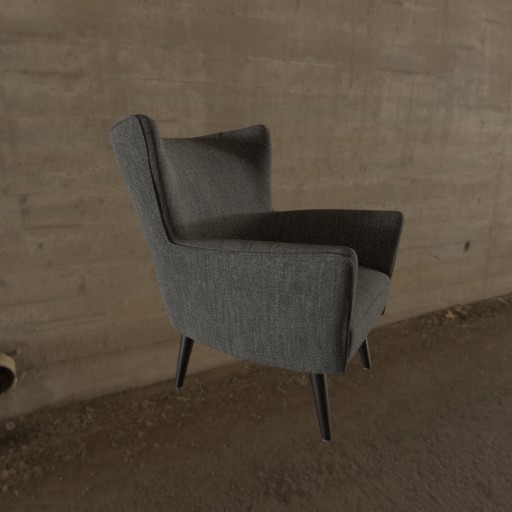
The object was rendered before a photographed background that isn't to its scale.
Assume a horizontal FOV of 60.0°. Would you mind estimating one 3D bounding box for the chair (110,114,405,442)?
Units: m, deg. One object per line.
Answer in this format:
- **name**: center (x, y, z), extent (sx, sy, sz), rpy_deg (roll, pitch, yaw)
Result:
- **chair**: center (0.000, 0.000, 1.574), extent (0.888, 0.933, 0.781), rpy_deg (7, 16, 27)
